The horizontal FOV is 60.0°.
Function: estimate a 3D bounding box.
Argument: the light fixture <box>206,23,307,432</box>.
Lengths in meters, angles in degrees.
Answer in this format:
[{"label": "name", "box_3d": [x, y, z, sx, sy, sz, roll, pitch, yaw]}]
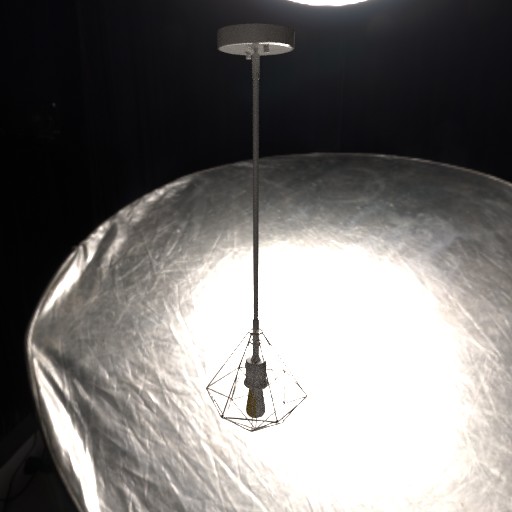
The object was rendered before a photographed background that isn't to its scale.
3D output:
[{"label": "light fixture", "box_3d": [0.000, 0.000, 1.925, 0.487, 1.764, 0.431, 2, 16, 8]}]
